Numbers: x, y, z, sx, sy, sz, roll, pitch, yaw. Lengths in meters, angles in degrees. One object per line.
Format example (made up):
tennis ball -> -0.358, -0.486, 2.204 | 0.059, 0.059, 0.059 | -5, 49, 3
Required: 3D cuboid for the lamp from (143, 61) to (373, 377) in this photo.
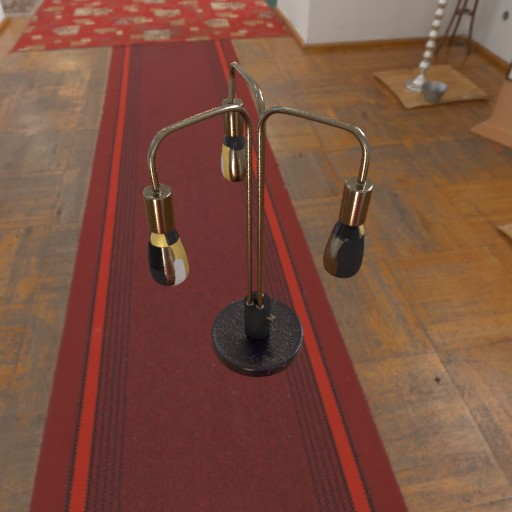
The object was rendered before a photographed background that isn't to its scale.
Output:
lamp -> 0.000, 0.000, 0.797 | 0.368, 0.560, 0.355 | 25, 48, 25
